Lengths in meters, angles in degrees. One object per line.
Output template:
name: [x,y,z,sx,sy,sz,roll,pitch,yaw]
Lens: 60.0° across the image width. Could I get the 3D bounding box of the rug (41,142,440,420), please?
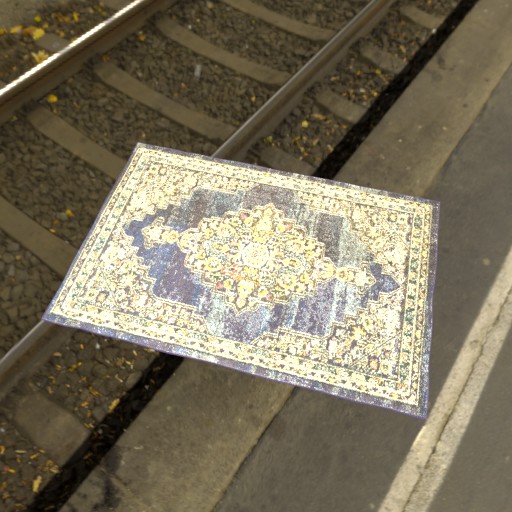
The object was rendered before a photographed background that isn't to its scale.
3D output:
rug: [0.000,0.000,2.250,1.781,0.012,1.184,13,60,7]
